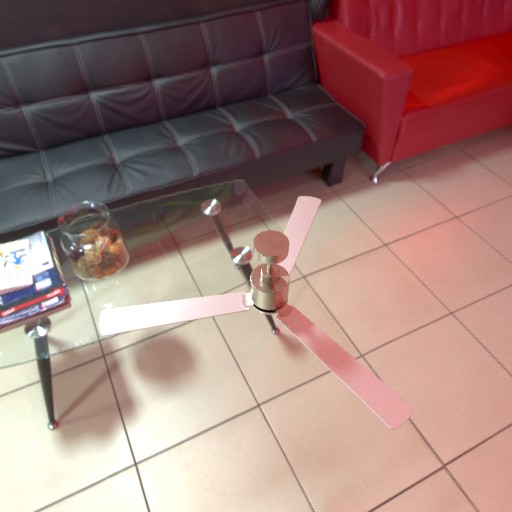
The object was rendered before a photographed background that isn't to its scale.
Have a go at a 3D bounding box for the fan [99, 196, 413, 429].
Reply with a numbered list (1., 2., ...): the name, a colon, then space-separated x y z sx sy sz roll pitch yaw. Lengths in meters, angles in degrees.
1. fan: 0.000 0.000 2.336 1.561 0.446 1.531 5 47 4
